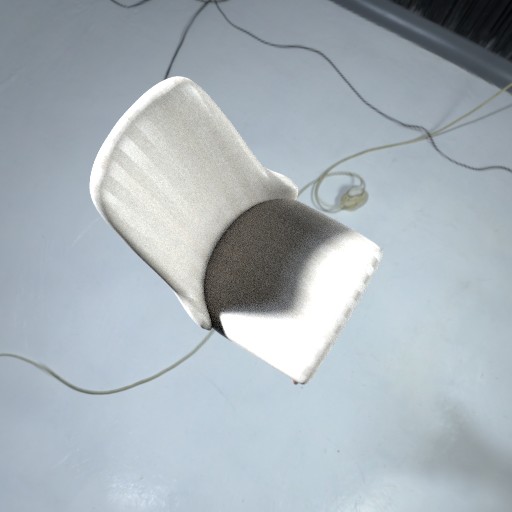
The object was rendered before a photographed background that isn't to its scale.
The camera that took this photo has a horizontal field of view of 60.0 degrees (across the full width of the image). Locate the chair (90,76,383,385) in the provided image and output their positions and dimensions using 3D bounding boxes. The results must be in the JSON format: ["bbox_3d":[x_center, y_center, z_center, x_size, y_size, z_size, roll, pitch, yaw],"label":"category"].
[{"bbox_3d":[0.000,0.000,1.323,0.684,0.917,0.526,32,78,7],"label":"chair"}]
